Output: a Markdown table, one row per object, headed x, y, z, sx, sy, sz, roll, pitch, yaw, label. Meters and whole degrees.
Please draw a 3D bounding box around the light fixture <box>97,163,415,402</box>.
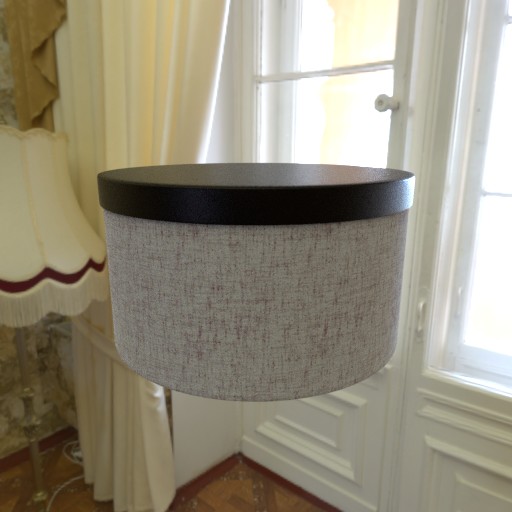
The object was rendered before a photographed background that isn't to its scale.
| x | y | z | sx | sy | sz | roll | pitch | yaw | label |
| --- | --- | --- | --- | --- | --- | --- | --- | --- | --- |
| 0.000 | 0.000 | 0.603 | 0.389 | 0.229 | 0.389 | 0 | 15 | 0 | light fixture |
